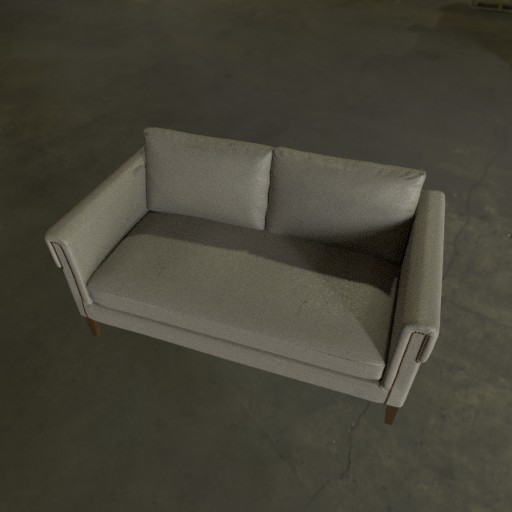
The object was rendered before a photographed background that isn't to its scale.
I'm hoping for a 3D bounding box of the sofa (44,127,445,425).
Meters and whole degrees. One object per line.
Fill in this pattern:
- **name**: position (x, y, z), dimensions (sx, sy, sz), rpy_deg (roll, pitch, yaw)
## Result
- **sofa**: position (0.000, 0.000, 2.117), dimensions (1.598, 0.873, 0.899), rpy_deg (13, 43, 14)
